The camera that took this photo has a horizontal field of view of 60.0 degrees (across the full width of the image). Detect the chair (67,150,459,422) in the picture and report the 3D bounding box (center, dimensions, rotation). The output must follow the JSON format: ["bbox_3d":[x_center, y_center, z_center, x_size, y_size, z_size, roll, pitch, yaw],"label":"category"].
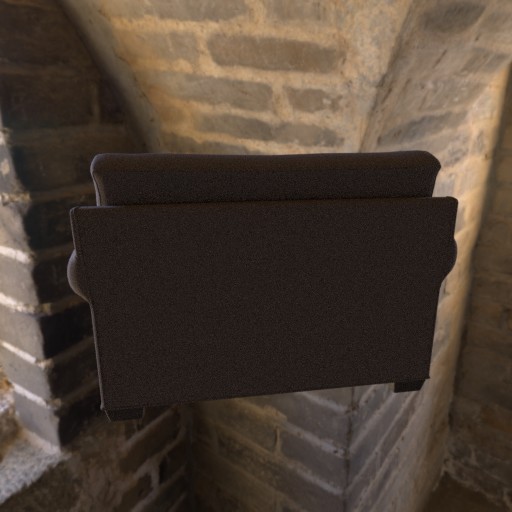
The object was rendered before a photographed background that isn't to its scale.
[{"bbox_3d":[0.000,0.000,1.953,1.390,0.930,0.930,-3,17,-9],"label":"chair"}]
